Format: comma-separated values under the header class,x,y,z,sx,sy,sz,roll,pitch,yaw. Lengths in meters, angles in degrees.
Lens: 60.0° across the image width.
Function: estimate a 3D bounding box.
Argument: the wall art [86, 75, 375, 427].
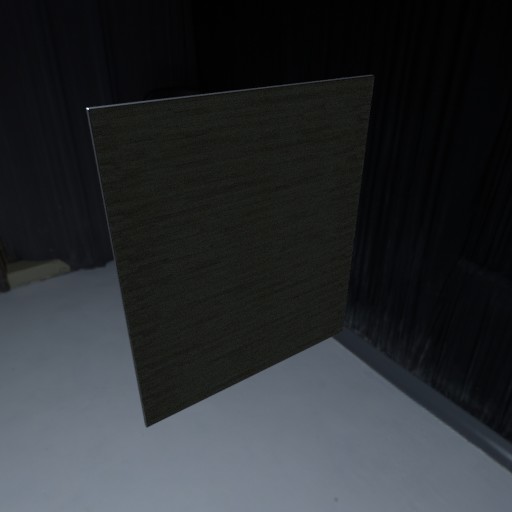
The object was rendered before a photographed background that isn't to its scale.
class,x,y,z,sx,sy,sz,roll,pitch,yaw
wall art,0.000,0.000,0.781,0.483,0.559,0.009,-19,35,-29
